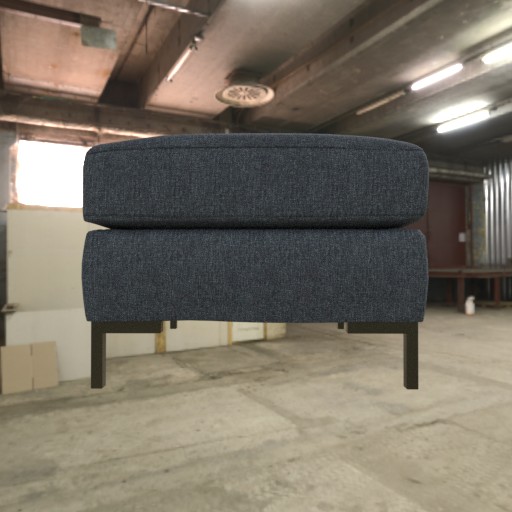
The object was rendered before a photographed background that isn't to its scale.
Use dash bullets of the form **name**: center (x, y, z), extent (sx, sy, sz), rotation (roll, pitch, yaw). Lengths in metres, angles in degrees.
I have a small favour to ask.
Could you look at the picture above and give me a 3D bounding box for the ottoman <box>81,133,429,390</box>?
- **ottoman**: center (0.000, 0.000, 1.271), extent (0.695, 0.533, 0.831), rotation (0, -1, 1)
